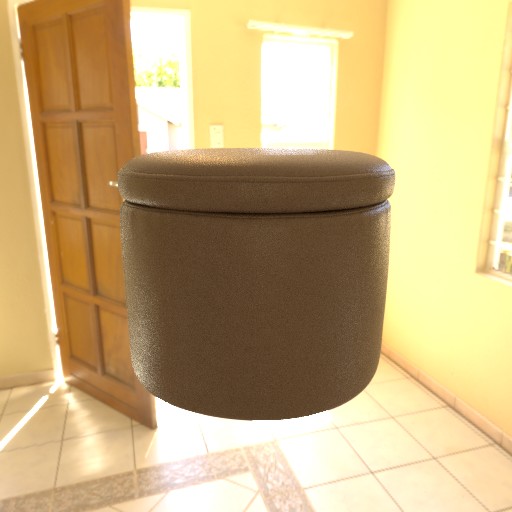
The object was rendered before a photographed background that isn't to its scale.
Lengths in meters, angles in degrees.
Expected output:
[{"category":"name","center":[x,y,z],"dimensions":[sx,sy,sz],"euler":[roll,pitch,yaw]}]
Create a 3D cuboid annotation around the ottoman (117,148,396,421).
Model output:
[{"category":"ottoman","center":[0.000,0.000,0.867],"dimensions":[0.500,0.409,0.500],"euler":[0,15,0]}]
